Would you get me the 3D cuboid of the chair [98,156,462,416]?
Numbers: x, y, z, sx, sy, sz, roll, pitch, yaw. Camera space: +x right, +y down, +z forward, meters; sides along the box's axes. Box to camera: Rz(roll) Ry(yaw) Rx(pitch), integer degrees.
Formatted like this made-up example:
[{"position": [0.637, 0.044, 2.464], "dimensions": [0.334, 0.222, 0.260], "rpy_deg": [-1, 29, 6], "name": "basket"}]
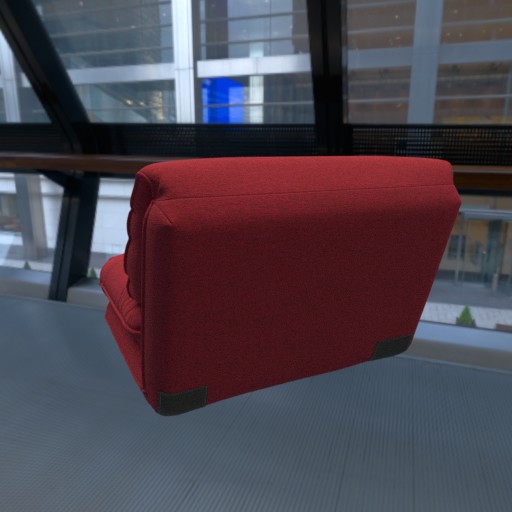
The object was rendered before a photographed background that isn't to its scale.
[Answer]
[{"position": [0.000, 0.000, 1.306], "dimensions": [0.820, 0.580, 0.780], "rpy_deg": [-7, 15, -26], "name": "chair"}]
